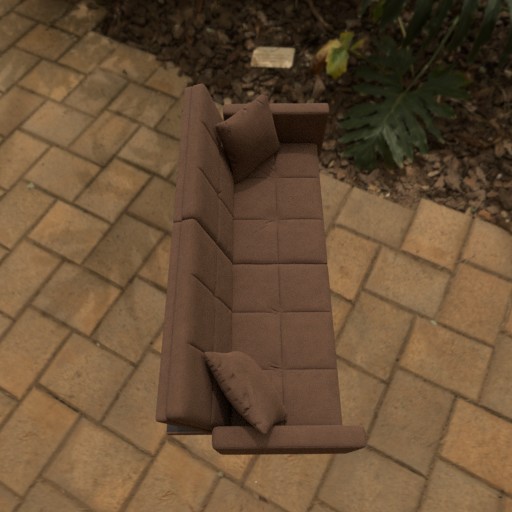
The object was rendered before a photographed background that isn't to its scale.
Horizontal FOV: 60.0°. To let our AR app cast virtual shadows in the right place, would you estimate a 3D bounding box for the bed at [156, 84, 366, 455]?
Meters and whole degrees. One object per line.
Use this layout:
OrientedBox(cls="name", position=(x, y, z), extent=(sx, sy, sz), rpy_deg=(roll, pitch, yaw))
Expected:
OrientedBox(cls="bed", position=(0.000, 0.000, 2.352), extent=(0.889, 0.787, 1.905), rpy_deg=(0, 63, 0))
